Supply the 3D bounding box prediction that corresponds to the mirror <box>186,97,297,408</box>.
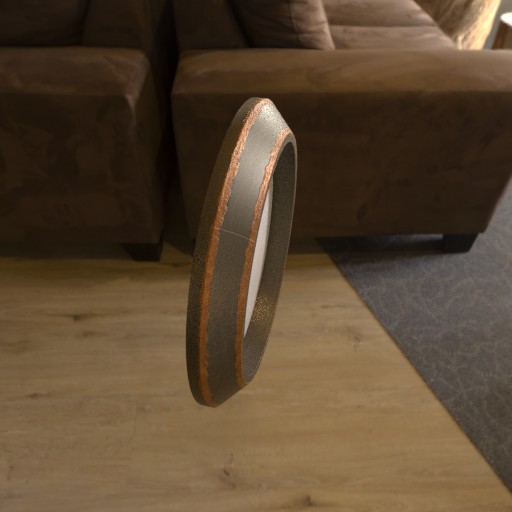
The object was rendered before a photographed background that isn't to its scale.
[{"bbox_3d":[0.000,0.000,1.354,0.111,0.907,0.907,10,46,10],"label":"mirror"}]
